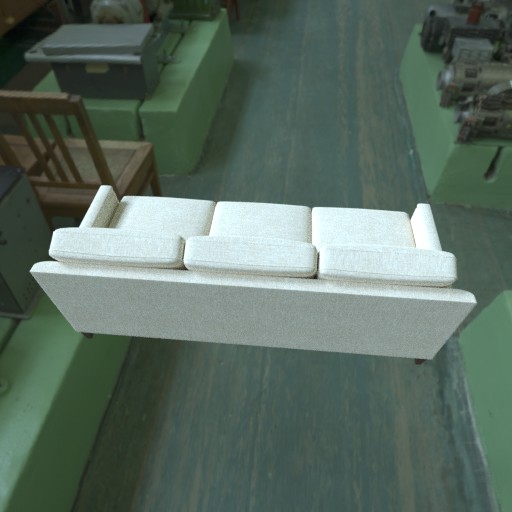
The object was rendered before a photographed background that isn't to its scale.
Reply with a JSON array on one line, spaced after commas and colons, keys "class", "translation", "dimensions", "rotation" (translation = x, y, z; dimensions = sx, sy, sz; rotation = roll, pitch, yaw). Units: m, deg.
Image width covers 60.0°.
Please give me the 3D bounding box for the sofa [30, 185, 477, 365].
[{"class": "sofa", "translation": [0.000, 0.000, 2.766], "dimensions": [2.210, 0.940, 1.041], "rotation": [4, 47, 3]}]
